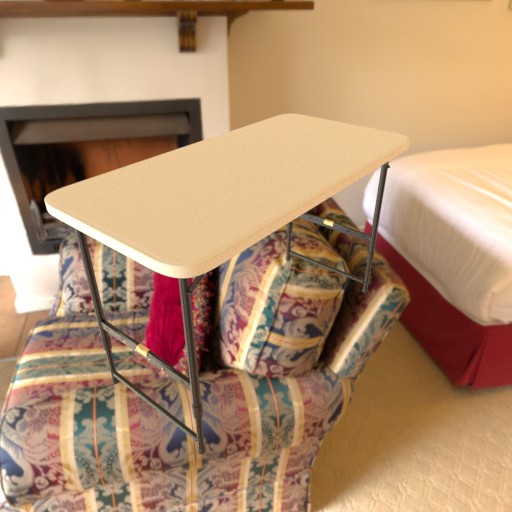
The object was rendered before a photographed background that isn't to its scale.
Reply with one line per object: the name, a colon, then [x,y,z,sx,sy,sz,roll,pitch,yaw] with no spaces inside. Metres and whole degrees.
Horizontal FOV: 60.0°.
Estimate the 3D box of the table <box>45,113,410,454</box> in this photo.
table: [0.000,0.000,1.664,0.610,0.737,1.219,23,39,32]
